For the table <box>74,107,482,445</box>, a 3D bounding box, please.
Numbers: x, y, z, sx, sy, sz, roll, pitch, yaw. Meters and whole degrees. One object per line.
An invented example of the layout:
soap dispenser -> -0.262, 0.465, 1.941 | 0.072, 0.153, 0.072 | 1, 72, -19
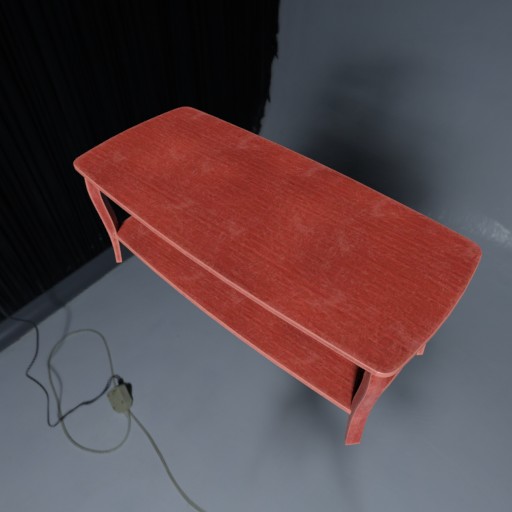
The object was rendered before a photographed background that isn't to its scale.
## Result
table -> 0.000, 0.000, 1.479 | 1.216, 0.473, 0.561 | 32, 54, 27
